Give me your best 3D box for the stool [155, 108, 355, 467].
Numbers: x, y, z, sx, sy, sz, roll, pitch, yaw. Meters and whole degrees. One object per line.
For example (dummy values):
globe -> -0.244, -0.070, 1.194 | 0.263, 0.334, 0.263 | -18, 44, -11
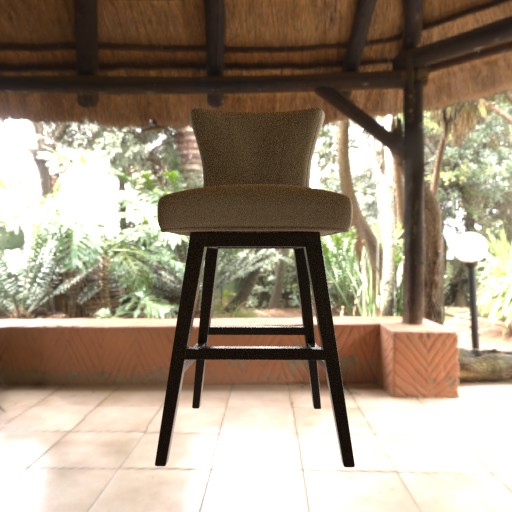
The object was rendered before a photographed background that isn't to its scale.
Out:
stool -> 0.000, 0.000, 1.415 | 0.514, 1.086, 0.574 | 0, 0, 1
